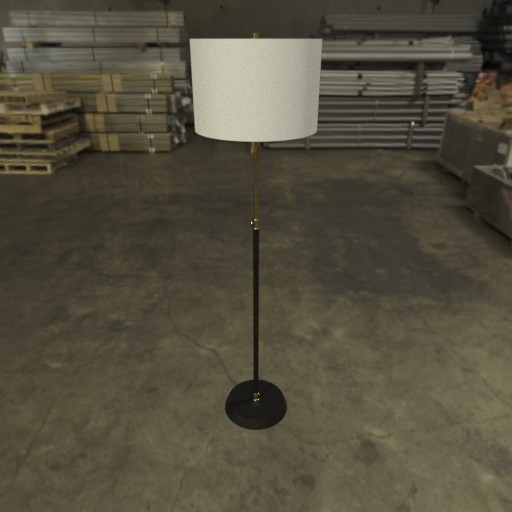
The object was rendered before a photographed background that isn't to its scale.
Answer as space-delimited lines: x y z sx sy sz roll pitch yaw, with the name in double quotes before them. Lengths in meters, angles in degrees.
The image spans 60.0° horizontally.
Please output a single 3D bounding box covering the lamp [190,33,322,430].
"lamp" 0.000 0.000 1.687 0.404 1.517 0.404 0 26 1
